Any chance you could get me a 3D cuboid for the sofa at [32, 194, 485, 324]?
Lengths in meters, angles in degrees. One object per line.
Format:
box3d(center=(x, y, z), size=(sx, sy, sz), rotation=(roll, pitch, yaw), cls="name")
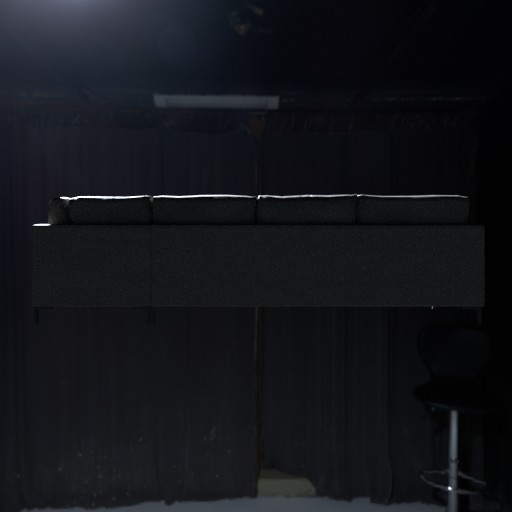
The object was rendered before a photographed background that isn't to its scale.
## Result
box3d(center=(0.000, 0.000, 4.257), size=(3.331, 0.964, 2.077), rotation=(0, 1, 0), cls="sofa")
